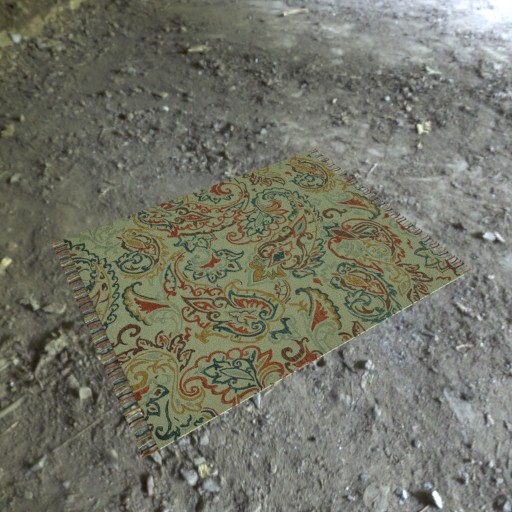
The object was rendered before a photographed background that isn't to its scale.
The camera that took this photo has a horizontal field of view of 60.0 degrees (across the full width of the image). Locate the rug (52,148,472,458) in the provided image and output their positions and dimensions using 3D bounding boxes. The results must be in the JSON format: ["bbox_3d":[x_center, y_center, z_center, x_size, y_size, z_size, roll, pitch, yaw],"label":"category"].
[{"bbox_3d":[0.000,0.000,4.285,3.274,0.015,2.439,-24,50,-22],"label":"rug"}]
